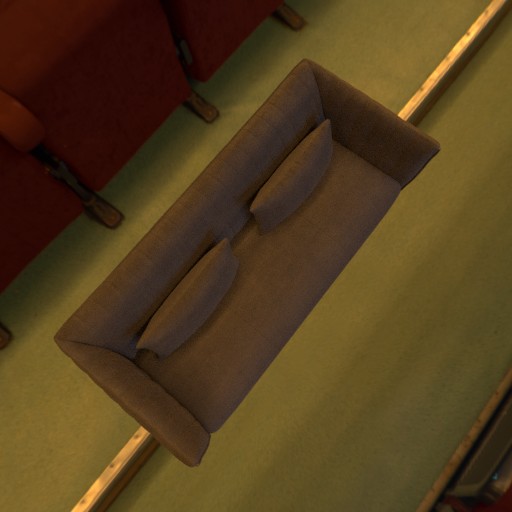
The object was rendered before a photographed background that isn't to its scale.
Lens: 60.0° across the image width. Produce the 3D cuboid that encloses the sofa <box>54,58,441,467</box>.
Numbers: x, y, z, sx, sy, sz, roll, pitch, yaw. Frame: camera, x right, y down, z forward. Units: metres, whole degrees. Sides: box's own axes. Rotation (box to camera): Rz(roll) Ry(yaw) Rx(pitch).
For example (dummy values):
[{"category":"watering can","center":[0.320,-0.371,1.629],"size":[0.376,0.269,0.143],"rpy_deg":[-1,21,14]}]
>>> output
[{"category":"sofa","center":[0.000,0.000,2.456],"size":[0.876,0.780,1.980],"rpy_deg":[38,79,9]}]
